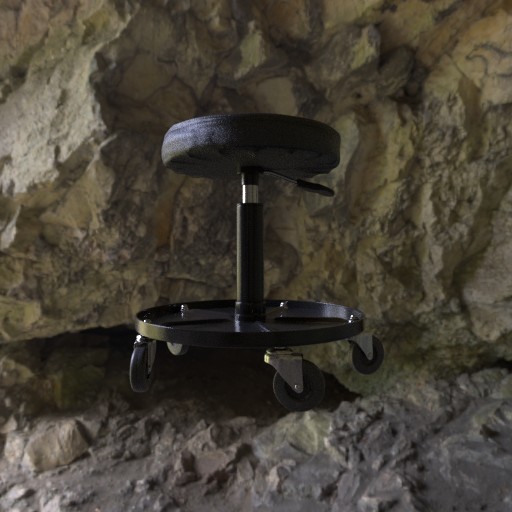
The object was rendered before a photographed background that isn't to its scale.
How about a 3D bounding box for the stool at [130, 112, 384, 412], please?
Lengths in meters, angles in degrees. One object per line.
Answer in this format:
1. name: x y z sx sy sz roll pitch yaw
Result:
1. stool: 0.000 0.000 0.688 0.382 0.365 0.381 0 1 -18
